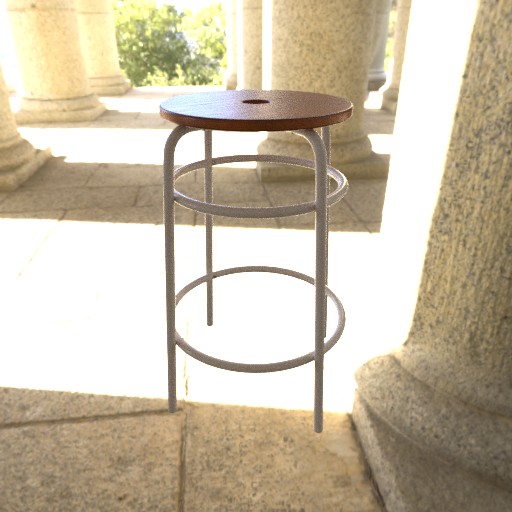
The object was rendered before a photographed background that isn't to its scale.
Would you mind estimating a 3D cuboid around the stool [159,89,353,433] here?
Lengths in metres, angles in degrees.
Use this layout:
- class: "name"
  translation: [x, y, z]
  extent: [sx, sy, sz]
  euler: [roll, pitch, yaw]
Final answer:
- class: "stool"
  translation: [0.000, 0.000, 0.918]
  extent: [0.455, 0.610, 0.455]
  euler: [-18, 33, -31]
